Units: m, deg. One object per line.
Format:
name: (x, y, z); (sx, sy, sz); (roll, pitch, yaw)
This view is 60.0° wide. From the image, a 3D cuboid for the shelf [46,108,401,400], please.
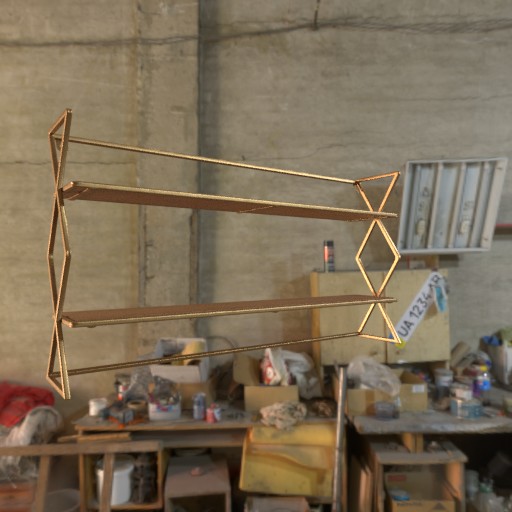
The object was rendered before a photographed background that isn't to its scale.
shelf: (0.000, 0.000, 0.979); (0.822, 0.450, 0.150); (1, -1, -35)
